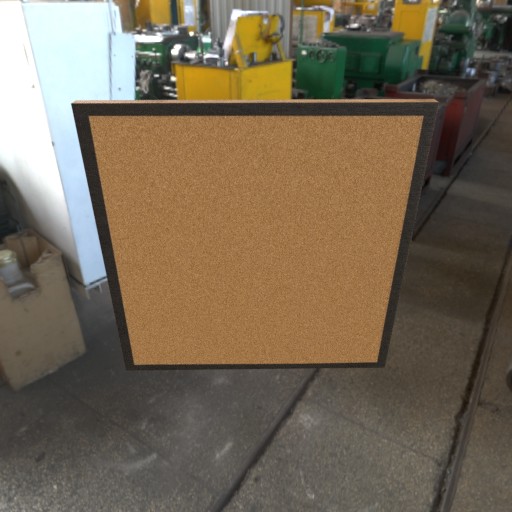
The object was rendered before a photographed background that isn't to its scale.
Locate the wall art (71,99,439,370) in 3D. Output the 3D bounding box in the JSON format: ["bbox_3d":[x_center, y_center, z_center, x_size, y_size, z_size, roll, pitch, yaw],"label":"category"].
[{"bbox_3d":[0.000,0.000,1.025,0.695,0.691,0.029,0,31,-1],"label":"wall art"}]
